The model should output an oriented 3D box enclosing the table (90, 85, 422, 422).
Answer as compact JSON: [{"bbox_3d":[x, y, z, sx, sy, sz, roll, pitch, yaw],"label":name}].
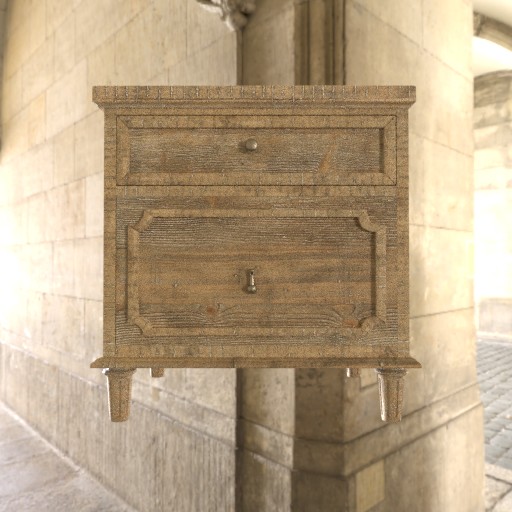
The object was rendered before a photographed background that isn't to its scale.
[{"bbox_3d":[0.000,0.000,1.147,0.686,0.711,0.457,0,-1,0],"label":"table"}]
